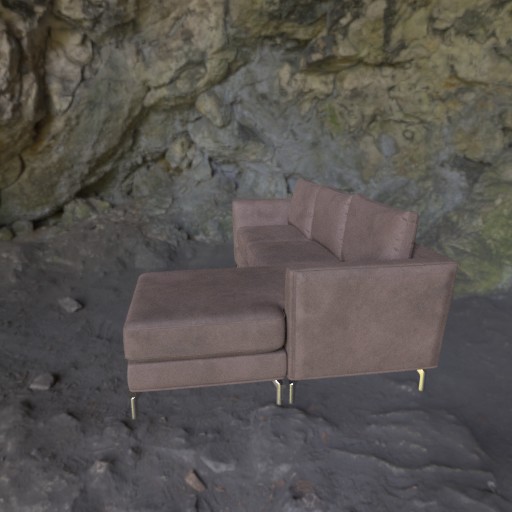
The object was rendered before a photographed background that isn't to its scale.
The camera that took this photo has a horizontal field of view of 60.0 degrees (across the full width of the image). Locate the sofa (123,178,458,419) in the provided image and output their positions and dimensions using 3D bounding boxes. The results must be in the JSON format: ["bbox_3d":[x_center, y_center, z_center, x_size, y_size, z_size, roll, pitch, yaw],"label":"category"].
[{"bbox_3d":[0.000,0.000,3.260,1.622,0.987,2.438,-2,15,-9],"label":"sofa"}]
